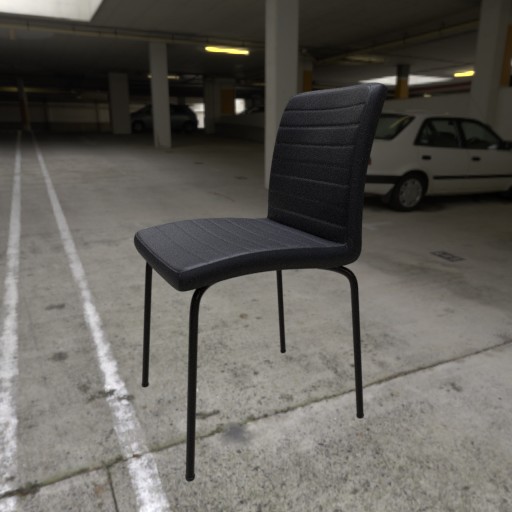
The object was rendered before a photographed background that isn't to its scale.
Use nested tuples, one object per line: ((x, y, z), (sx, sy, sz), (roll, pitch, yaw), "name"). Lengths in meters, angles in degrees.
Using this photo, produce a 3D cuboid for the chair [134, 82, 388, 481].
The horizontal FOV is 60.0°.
((0.000, 0.000, 1.190), (0.572, 0.872, 0.450), (-8, 17, -26), "chair")
